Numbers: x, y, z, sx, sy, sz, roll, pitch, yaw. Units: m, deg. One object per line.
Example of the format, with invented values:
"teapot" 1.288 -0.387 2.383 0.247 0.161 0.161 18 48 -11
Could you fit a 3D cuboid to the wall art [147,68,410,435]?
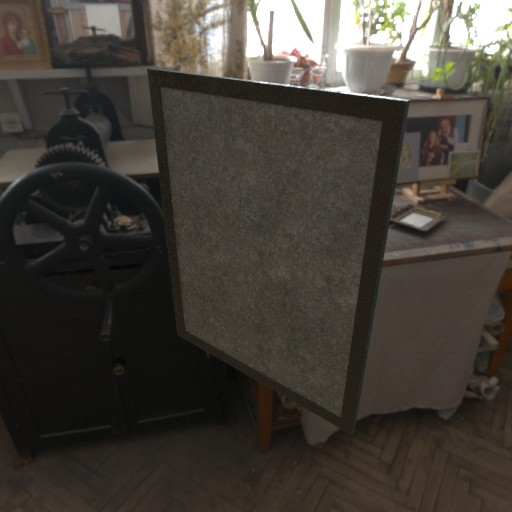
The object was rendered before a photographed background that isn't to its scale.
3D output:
"wall art" 0.000 0.000 1.323 0.767 0.983 0.030 21 36 32
